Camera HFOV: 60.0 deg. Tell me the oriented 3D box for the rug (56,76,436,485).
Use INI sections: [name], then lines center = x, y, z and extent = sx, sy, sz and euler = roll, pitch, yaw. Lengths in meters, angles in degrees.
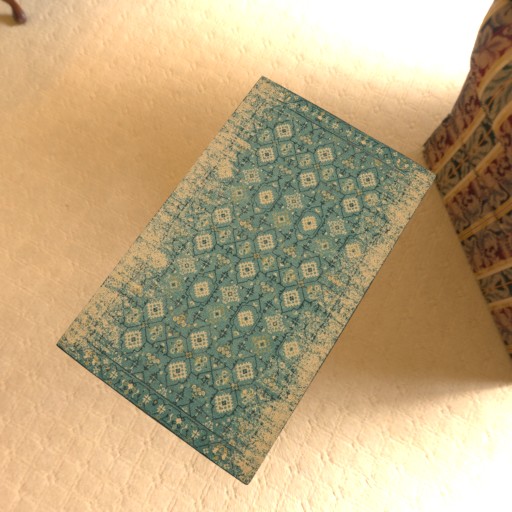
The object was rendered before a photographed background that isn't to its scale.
[rug]
center = 0.000, 0.000, 2.212
extent = 1.102, 0.008, 1.795
euler = 33, 77, 8
